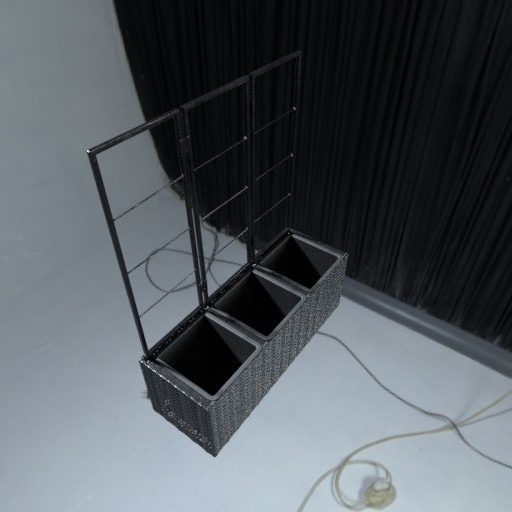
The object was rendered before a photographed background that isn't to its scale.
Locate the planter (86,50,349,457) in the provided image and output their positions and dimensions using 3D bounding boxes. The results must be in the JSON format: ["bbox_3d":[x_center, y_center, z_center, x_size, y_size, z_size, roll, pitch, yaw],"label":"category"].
[{"bbox_3d":[0.000,0.000,1.181,0.244,0.841,0.698,26,48,27],"label":"planter"}]
